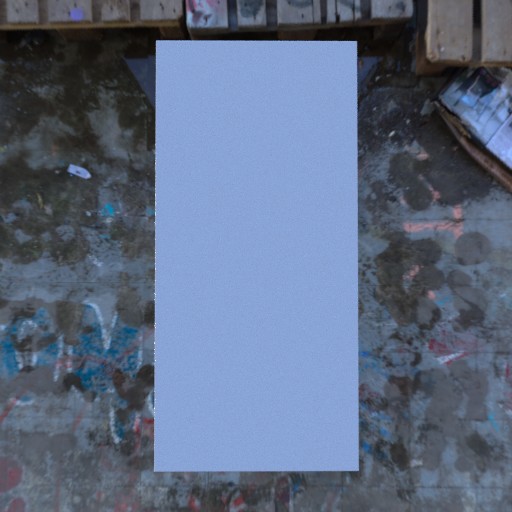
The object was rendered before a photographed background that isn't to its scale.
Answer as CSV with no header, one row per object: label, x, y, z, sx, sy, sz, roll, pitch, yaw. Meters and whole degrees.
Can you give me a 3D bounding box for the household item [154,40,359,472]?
household item,0.000,0.000,2.123,0.800,0.745,1.700,0,89,0
